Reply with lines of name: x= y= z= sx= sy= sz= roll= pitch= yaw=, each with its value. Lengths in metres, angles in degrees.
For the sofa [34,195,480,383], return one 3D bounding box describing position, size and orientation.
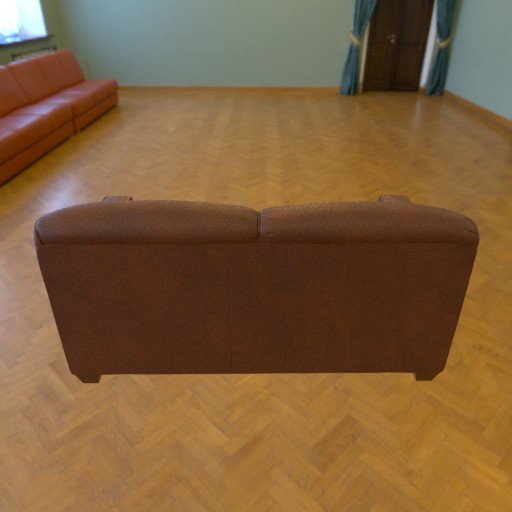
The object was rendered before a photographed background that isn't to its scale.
sofa: x=0.000 y=0.000 z=2.391 sx=1.856 sy=0.966 sz=1.000 roll=0 pitch=30 yaw=0
